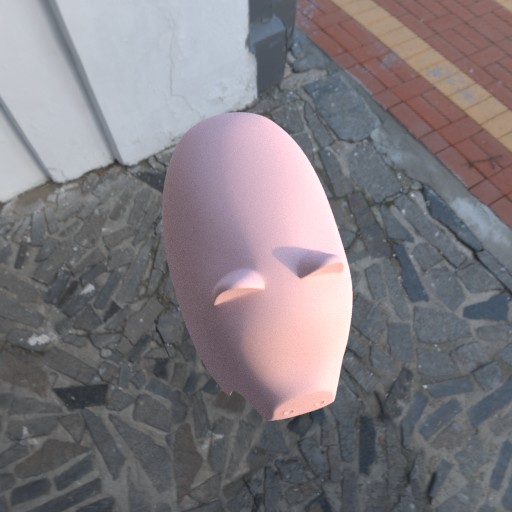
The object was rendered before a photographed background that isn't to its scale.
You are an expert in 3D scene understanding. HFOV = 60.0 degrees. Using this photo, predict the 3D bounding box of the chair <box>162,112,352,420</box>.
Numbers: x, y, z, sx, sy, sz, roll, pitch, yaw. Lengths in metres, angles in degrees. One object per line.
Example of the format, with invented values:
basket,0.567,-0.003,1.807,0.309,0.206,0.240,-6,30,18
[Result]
chair,0.000,0.000,0.892,0.364,0.423,0.619,-14,63,-7
